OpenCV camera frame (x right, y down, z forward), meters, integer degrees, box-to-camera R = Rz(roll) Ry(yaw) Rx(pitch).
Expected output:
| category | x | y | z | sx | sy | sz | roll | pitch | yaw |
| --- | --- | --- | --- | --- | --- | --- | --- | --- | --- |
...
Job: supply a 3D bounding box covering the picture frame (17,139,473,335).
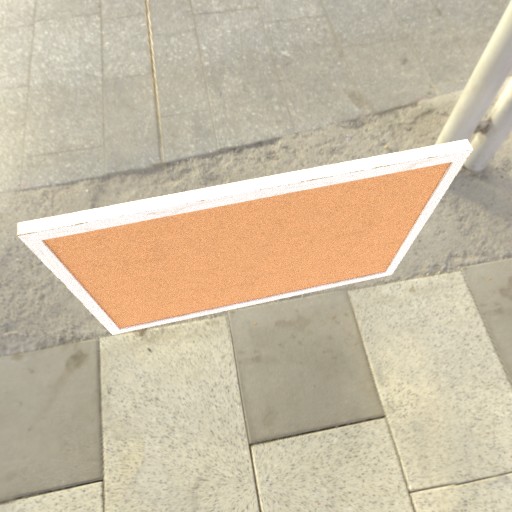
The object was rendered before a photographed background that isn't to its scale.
| category | x | y | z | sx | sy | sz | roll | pitch | yaw |
| --- | --- | --- | --- | --- | --- | --- | --- | --- | --- |
| picture frame | 0.000 | 0.000 | 1.193 | 0.950 | 0.640 | 0.029 | -12 | 63 | -6 |
